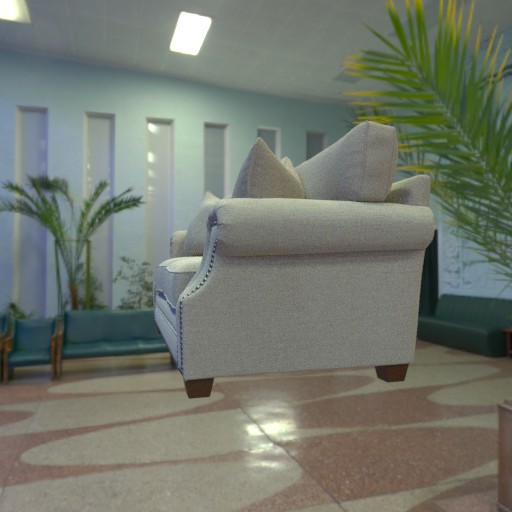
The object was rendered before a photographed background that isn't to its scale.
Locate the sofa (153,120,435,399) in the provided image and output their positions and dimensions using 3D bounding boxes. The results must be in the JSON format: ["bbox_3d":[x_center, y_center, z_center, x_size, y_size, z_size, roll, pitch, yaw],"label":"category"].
[{"bbox_3d":[0.000,0.000,2.289,0.966,0.966,1.701,0,-1,-16],"label":"sofa"}]
